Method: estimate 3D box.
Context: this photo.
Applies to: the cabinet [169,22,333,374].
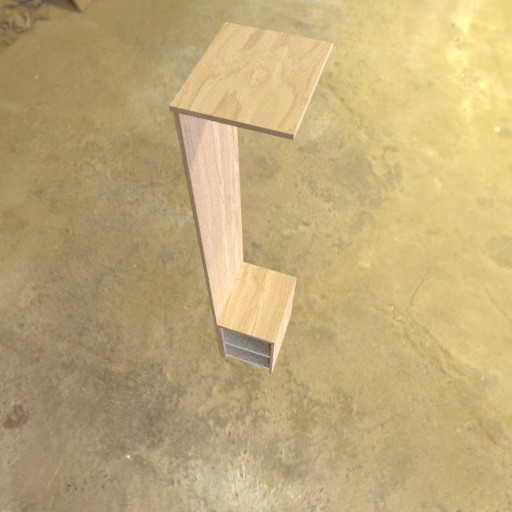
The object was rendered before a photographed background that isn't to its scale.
[{"bbox_3d":[0.000,0.000,2.014,0.338,1.879,0.411,16,59,10],"label":"cabinet"}]
